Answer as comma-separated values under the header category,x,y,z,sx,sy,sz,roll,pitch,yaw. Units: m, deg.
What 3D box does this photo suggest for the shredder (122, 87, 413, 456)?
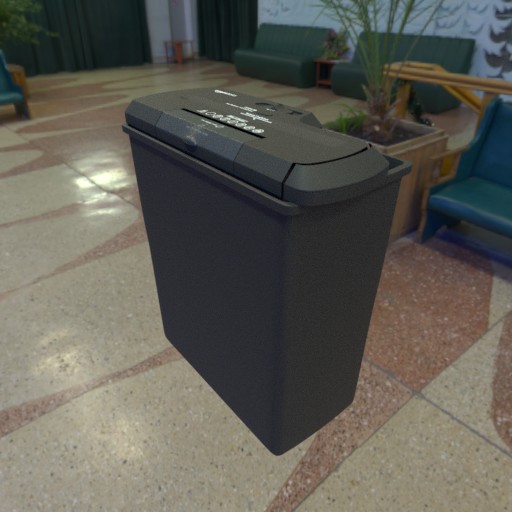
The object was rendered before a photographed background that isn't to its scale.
category,x,y,z,sx,sy,sz,roll,pitch,yaw
shredder,0.000,0.000,0.517,0.170,0.335,0.320,-22,38,-32
